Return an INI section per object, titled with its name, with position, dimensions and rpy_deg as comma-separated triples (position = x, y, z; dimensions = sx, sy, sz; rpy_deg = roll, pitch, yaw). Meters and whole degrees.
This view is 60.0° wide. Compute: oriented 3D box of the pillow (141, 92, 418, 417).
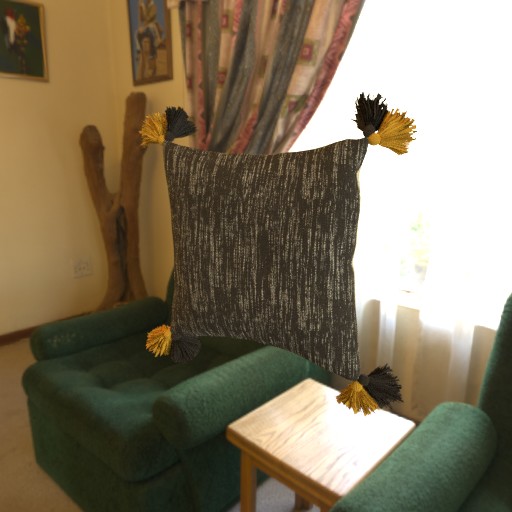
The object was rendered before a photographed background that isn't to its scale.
[pillow]
position = 0.000, 0.000, 0.963
dimensions = 0.654, 0.659, 0.139
rpy_deg = 7, 15, 27
